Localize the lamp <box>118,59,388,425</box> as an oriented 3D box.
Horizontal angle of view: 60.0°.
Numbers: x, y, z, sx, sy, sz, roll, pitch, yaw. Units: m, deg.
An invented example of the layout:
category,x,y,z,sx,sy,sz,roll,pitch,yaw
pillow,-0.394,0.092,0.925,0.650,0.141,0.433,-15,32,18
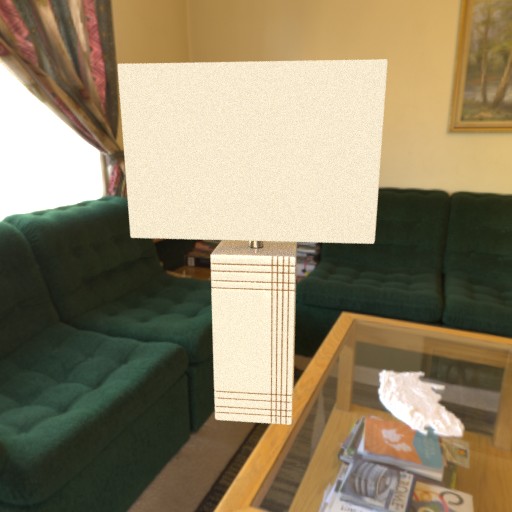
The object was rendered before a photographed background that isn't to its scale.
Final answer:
category,x,y,z,sx,sy,sz,roll,pitch,yaw
lamp,0.000,0.000,0.699,0.334,0.543,0.182,2,15,6
